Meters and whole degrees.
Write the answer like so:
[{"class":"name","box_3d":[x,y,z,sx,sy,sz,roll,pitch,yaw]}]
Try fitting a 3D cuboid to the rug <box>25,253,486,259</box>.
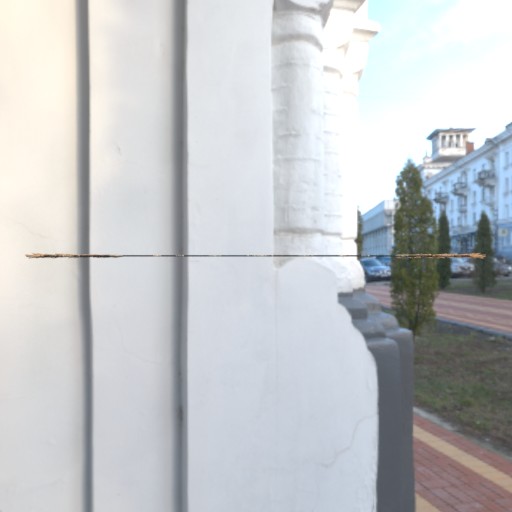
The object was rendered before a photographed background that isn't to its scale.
[{"class":"rug","box_3d":[0.000,0.000,2.427,1.936,0.028,1.181,0,0,1]}]
